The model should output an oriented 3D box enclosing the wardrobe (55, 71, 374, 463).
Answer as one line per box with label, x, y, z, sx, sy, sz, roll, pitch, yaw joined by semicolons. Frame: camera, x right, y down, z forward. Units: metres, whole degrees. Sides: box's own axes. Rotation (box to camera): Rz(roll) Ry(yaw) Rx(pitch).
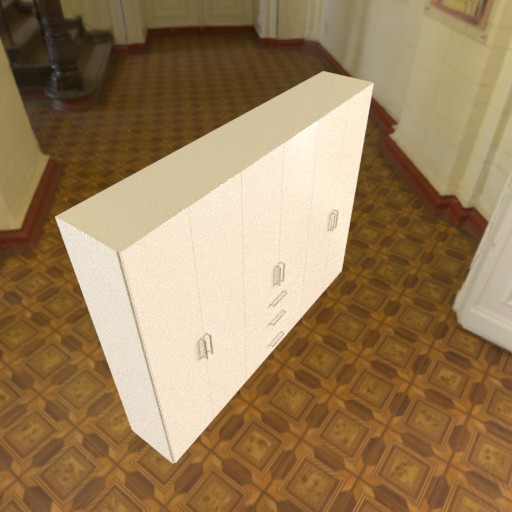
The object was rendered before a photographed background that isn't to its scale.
wardrobe;0.000;0.000;4.024;0.580;2.360;3.000;25;47;27
